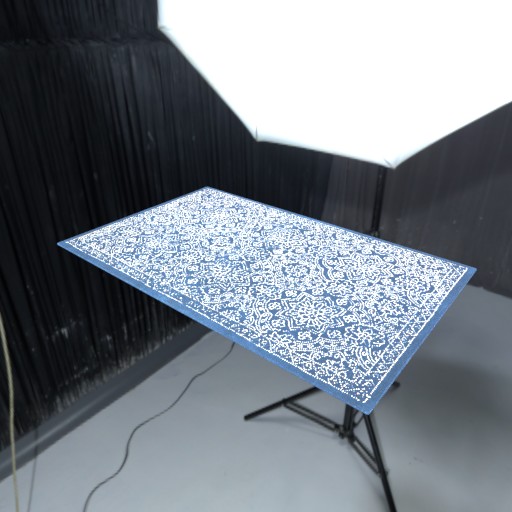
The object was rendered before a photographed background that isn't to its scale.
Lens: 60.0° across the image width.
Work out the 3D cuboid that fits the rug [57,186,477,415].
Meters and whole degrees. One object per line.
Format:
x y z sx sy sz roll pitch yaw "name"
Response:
0.000 0.000 3.020 2.441 0.015 1.526 21 35 34 "rug"
